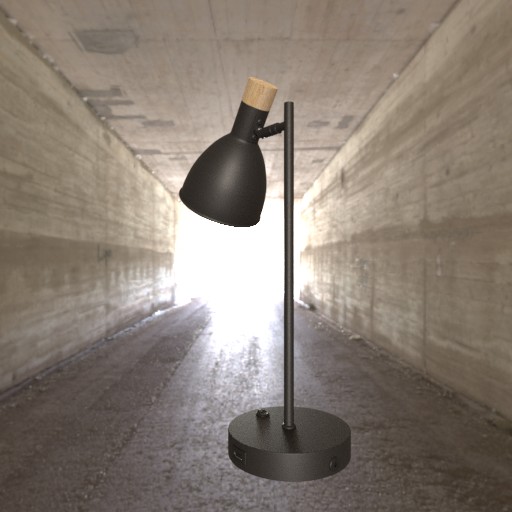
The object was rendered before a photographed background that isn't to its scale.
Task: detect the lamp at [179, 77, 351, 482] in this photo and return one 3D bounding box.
[{"bbox_3d":[0.000,0.000,0.600,0.152,0.483,0.287,0,0,-37],"label":"lamp"}]
